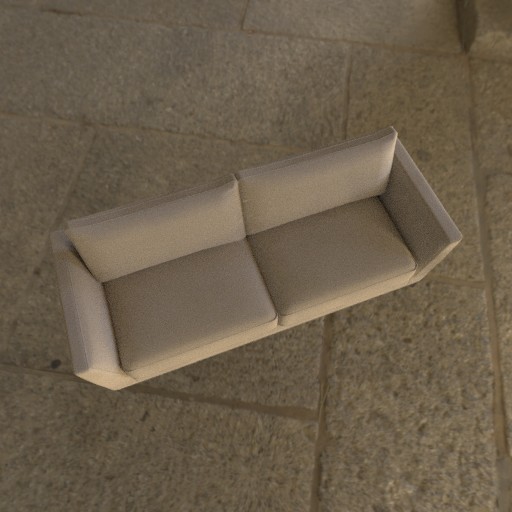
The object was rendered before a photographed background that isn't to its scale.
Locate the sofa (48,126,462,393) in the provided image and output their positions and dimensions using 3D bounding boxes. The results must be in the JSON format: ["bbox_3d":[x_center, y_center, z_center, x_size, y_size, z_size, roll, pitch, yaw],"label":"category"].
[{"bbox_3d":[0.000,0.000,2.719,2.214,1.005,0.868,-18,65,-9],"label":"sofa"}]
